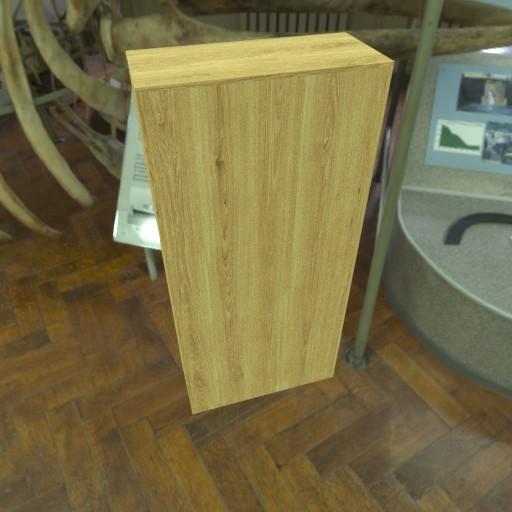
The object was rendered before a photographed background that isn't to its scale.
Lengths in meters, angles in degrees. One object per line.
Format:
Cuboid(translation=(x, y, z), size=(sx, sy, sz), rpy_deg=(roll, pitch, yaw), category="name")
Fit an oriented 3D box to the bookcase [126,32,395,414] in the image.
Cuboid(translation=(0.000, 0.000, 2.355), size=(0.950, 2.020, 0.420), rpy_deg=(-11, 42, -13), category="bookcase")
